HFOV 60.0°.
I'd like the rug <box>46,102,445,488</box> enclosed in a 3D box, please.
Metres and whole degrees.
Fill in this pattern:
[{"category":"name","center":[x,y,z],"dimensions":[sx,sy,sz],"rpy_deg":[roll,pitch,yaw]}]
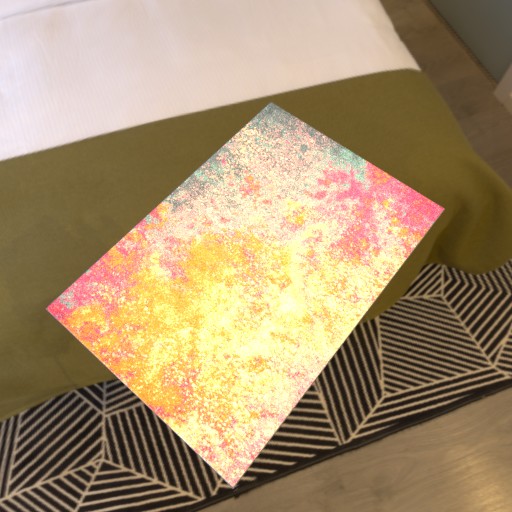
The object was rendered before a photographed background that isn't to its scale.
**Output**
[{"category":"rug","center":[0.000,0.000,3.765],"dimensions":[2.007,0.013,2.896],"rpy_deg":[37,70,16]}]
